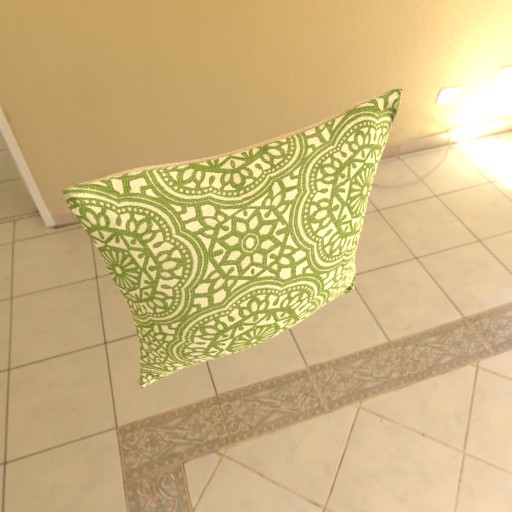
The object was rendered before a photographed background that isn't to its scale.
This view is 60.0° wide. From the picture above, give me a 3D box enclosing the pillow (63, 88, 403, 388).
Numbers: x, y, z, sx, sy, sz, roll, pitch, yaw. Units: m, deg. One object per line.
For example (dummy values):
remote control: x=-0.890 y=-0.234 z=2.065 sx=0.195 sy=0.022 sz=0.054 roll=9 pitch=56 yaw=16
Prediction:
pillow: x=0.000 y=0.000 z=0.656 sx=0.440 sy=0.419 sz=0.162 roll=-22 pitch=51 yaw=-19
